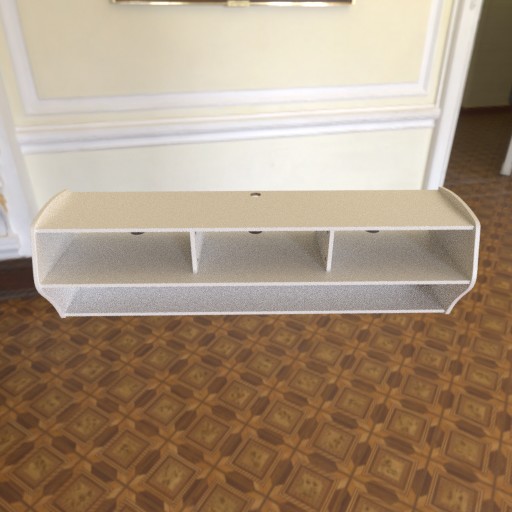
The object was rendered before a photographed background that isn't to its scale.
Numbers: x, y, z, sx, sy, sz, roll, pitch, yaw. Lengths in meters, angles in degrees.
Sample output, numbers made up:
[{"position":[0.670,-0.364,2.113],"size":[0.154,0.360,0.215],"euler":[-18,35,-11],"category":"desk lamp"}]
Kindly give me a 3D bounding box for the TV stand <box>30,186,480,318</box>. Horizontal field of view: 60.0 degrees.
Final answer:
[{"position":[0.000,0.000,1.656],"size":[1.473,0.424,0.397],"euler":[0,30,-1],"category":"TV stand"}]
